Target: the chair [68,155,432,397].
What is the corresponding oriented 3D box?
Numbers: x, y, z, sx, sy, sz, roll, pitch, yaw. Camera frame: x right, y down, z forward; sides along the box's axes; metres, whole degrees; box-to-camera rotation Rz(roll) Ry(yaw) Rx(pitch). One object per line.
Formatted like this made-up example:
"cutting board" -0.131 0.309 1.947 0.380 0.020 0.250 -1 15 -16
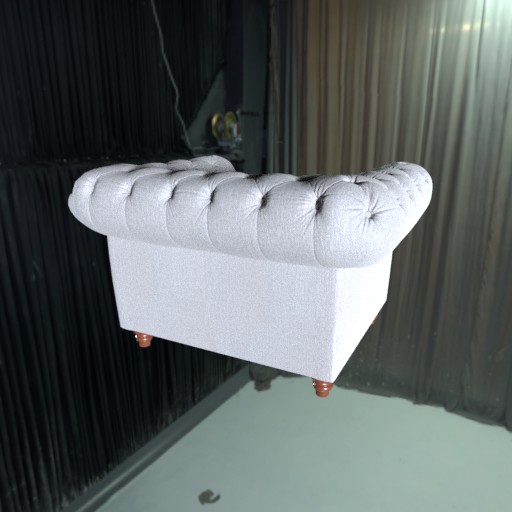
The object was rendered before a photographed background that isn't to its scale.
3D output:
"chair" 0.000 0.000 1.875 1.270 0.770 0.976 8 18 26
